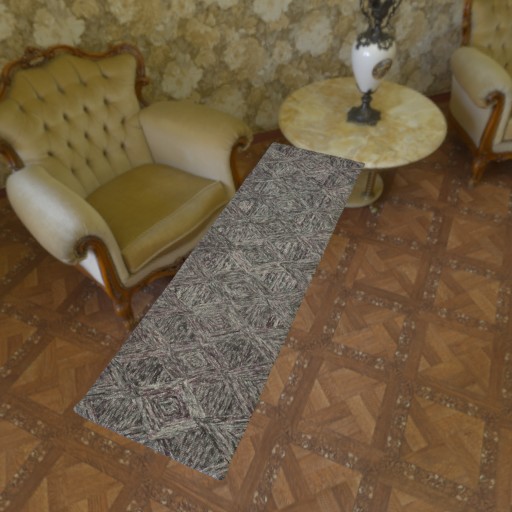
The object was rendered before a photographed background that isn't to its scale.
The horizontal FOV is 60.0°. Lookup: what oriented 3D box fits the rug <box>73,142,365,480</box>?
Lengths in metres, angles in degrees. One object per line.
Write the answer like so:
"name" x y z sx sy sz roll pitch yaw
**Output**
"rug" 0.000 0.000 2.520 0.719 0.013 2.305 17 48 16
